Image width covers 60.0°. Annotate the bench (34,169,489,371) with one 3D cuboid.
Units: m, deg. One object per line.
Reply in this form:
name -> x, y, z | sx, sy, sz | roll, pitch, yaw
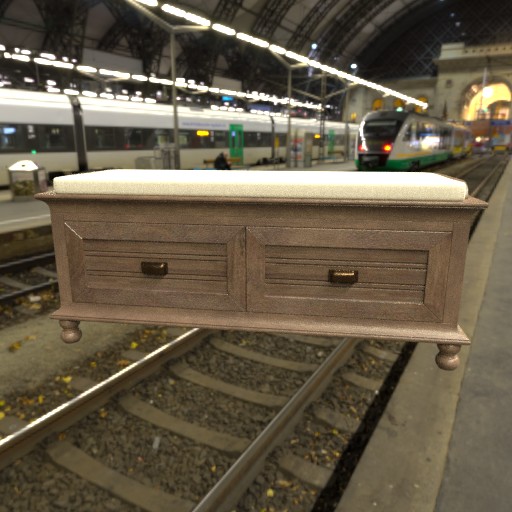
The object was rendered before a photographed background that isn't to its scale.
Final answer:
bench -> 0.000, 0.000, 1.384 | 1.185, 0.501, 0.402 | 2, 15, 8
